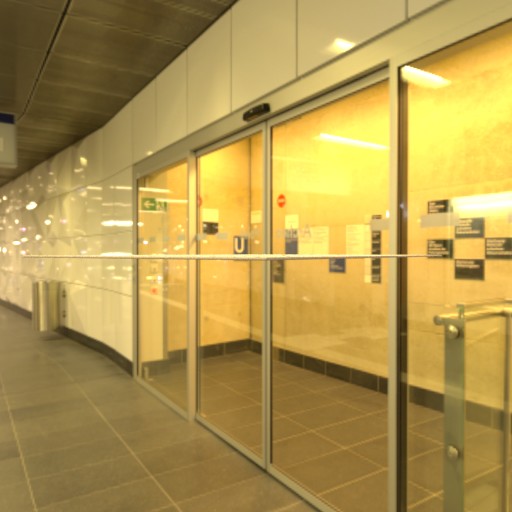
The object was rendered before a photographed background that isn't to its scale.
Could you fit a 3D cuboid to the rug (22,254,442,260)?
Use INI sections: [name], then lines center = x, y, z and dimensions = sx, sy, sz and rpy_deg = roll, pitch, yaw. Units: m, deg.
[rug]
center = 0.000, 0.000, 4.046
dimensions = 2.446, 0.015, 3.046
rpy_deg = 0, 1, 37
